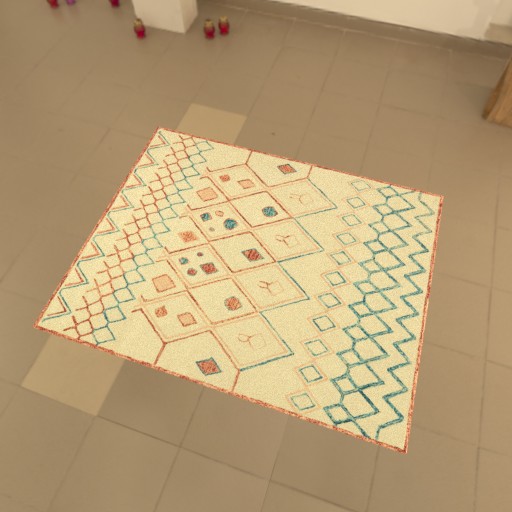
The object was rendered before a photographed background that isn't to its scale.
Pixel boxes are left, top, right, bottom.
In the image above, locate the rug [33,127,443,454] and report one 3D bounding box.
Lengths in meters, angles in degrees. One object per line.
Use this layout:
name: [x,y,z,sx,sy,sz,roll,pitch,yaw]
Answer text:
rug: [0.000,0.000,3.979,3.050,0.016,2.441,16,60,9]
